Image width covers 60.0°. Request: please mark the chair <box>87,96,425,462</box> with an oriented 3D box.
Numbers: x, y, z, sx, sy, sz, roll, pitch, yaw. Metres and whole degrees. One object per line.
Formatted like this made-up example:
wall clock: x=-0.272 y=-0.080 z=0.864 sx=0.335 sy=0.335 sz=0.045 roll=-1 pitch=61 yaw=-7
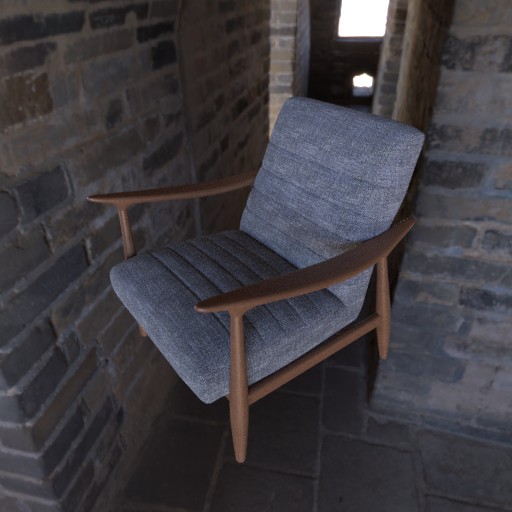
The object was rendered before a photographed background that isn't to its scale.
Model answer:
chair: x=0.000 y=0.000 z=1.432 sx=0.798 sy=0.832 sz=0.741 roll=-21 pitch=38 yaw=-30
